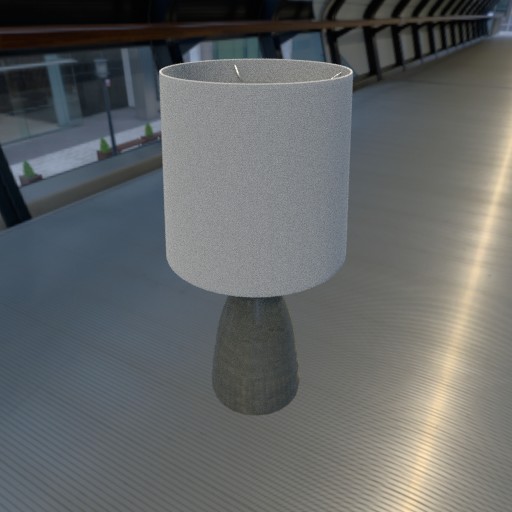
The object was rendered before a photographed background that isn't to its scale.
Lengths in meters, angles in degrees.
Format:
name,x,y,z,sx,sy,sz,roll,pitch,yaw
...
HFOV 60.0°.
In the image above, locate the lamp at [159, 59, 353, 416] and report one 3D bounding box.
name,x,y,z,sx,sy,sz,roll,pitch,yaw
lamp,0.000,0.000,0.472,0.186,0.369,0.186,0,30,0
